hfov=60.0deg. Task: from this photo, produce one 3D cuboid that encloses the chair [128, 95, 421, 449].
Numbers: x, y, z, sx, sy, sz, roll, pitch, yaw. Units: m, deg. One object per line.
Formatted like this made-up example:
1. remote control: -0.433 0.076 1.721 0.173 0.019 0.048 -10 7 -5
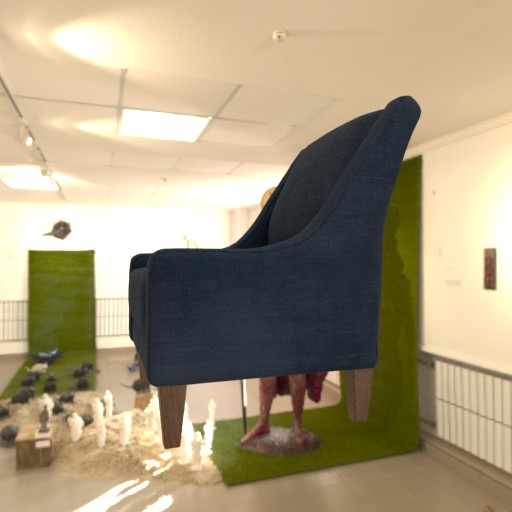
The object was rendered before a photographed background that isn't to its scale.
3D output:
1. chair: 0.000 0.000 1.609 0.870 1.014 0.774 0 -1 -20
